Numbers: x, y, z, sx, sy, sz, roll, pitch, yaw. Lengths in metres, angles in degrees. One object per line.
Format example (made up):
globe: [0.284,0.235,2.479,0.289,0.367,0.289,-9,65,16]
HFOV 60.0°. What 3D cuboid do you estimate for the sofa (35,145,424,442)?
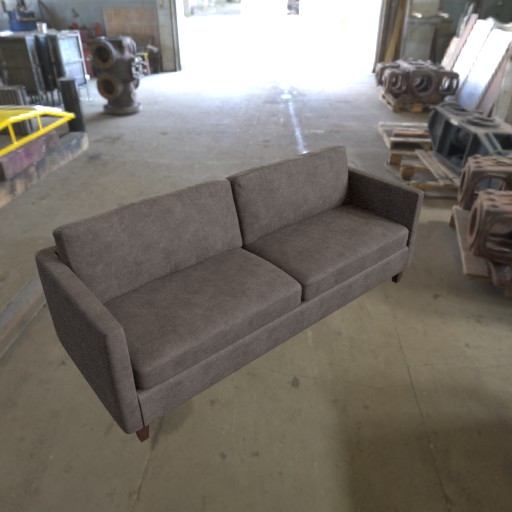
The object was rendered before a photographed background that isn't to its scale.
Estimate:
sofa: [0.000,0.000,2.923,2.434,0.965,0.951,-23,38,-34]
